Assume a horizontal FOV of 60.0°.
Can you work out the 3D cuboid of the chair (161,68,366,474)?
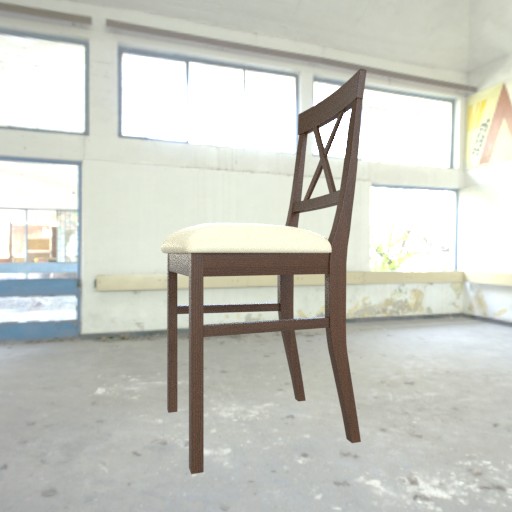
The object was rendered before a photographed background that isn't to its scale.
[{"bbox_3d":[0.000,0.000,1.184,0.480,0.913,0.440,0,0,-18],"label":"chair"}]
